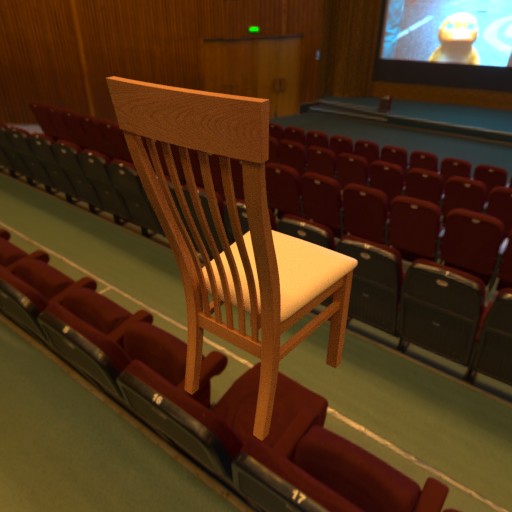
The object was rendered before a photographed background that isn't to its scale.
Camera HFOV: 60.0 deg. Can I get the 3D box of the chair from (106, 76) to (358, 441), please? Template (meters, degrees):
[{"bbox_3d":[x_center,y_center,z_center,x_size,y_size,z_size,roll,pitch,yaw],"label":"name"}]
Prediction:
[{"bbox_3d":[0.000,0.000,1.358,0.450,1.050,0.580,21,36,32],"label":"chair"}]
